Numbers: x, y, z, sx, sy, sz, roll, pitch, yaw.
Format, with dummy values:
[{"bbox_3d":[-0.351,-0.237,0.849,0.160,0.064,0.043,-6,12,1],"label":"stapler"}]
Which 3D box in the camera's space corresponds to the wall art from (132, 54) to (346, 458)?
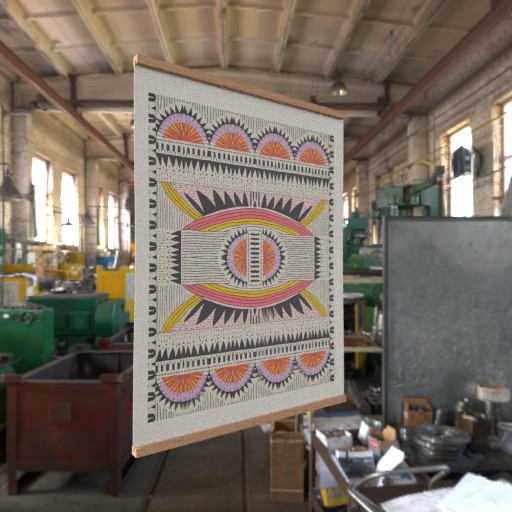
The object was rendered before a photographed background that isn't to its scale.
[{"bbox_3d":[0.000,0.000,1.348,0.765,1.016,0.028,0,-1,-36],"label":"wall art"}]
